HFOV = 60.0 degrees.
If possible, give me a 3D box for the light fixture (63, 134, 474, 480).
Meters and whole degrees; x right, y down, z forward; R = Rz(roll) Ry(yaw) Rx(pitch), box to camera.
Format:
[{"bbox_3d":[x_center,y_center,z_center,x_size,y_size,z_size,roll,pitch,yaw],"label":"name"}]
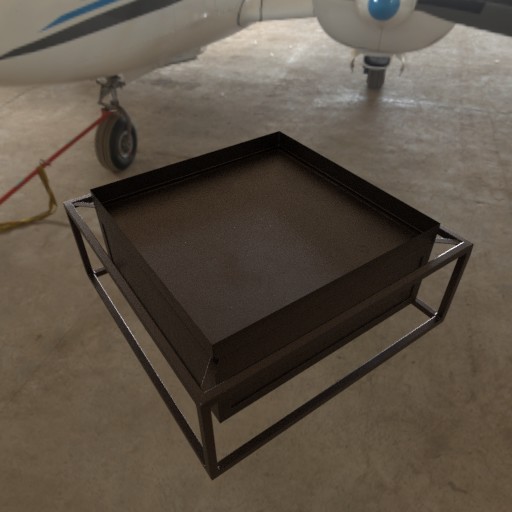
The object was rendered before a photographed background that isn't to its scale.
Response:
[{"bbox_3d":[0.000,0.000,0.706,0.441,0.191,0.441,-24,46,-26],"label":"light fixture"}]
